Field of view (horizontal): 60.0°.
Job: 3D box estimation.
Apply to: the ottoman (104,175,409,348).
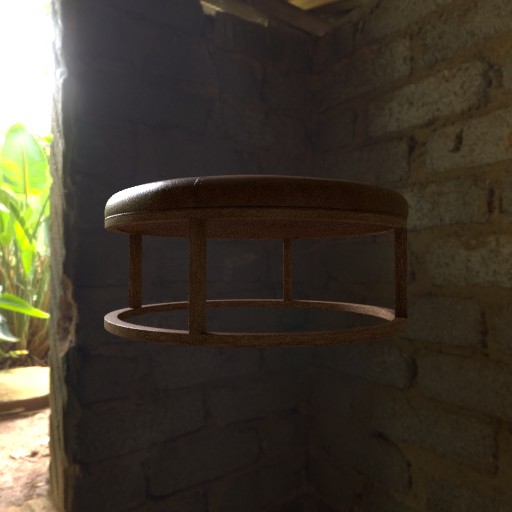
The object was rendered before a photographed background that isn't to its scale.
[{"bbox_3d":[0.000,0.000,1.542,1.006,0.445,1.006,0,-1,0],"label":"ottoman"}]
